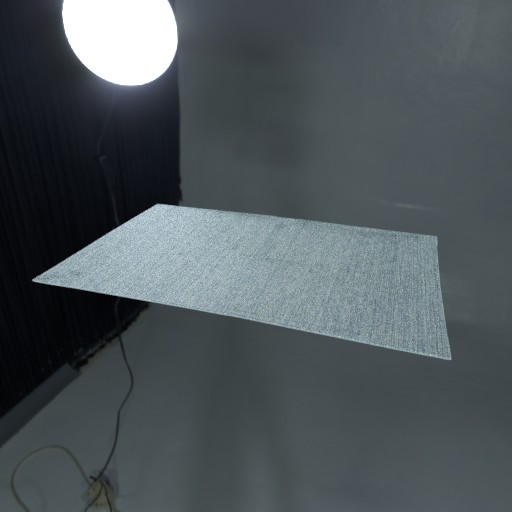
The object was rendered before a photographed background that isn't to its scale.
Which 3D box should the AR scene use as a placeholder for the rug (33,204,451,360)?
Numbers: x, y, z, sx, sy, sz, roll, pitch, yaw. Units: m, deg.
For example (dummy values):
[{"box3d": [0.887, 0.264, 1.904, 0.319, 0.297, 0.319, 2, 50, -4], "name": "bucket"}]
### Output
[{"box3d": [0.000, 0.000, 2.338, 1.853, 0.022, 1.174, 8, 27, 17], "name": "rug"}]
